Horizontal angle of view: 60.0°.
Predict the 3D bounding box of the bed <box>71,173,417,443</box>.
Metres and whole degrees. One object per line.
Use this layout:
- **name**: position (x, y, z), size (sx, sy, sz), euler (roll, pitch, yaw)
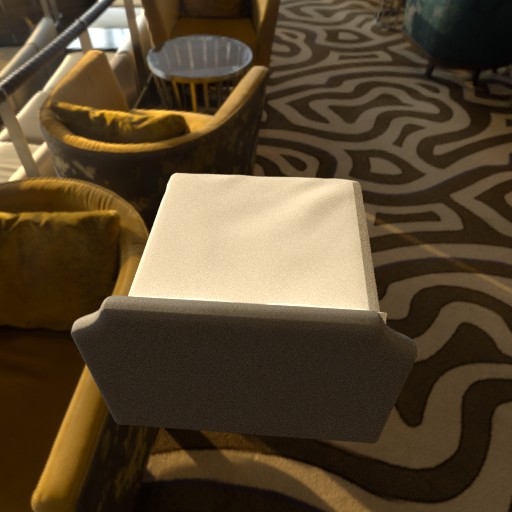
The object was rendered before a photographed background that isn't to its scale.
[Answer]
- **bed**: position (0.000, 0.000, 3.879), size (2.194, 1.561, 2.536), euler (3, 46, 3)
